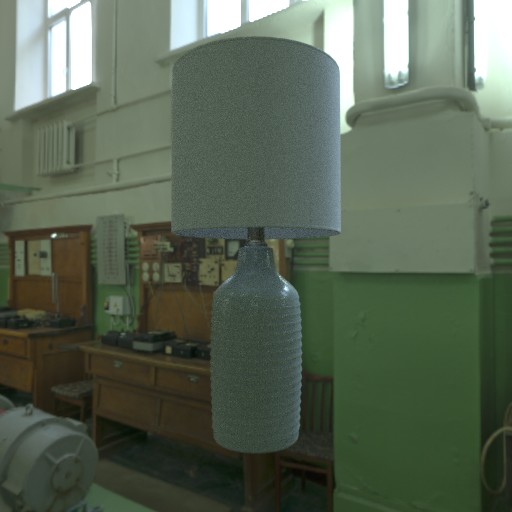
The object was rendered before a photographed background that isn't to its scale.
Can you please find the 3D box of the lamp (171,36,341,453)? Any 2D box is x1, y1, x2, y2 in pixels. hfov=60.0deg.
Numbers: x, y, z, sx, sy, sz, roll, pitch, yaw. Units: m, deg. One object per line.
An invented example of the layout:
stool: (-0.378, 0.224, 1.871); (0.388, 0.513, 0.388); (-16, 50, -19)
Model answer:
lamp: (0.000, 0.000, 0.588); (0.220, 0.475, 0.220); (-1, -1, 33)
